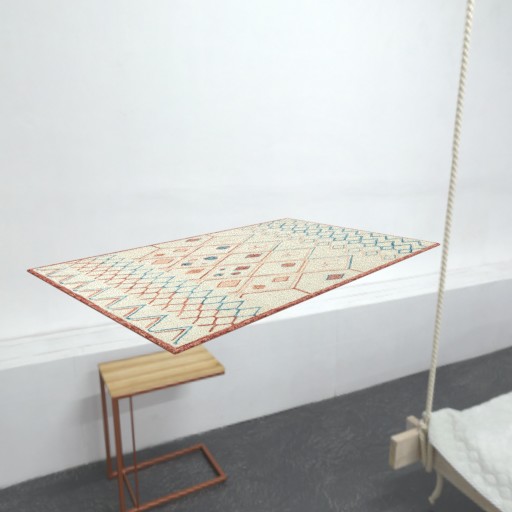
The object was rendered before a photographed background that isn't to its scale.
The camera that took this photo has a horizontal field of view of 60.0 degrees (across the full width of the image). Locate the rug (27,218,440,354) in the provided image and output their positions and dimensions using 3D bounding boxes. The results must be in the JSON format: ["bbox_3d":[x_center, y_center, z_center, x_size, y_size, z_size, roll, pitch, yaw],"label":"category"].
[{"bbox_3d":[0.000,0.000,3.023,1.524,0.015,2.438,14,21,42],"label":"rug"}]
